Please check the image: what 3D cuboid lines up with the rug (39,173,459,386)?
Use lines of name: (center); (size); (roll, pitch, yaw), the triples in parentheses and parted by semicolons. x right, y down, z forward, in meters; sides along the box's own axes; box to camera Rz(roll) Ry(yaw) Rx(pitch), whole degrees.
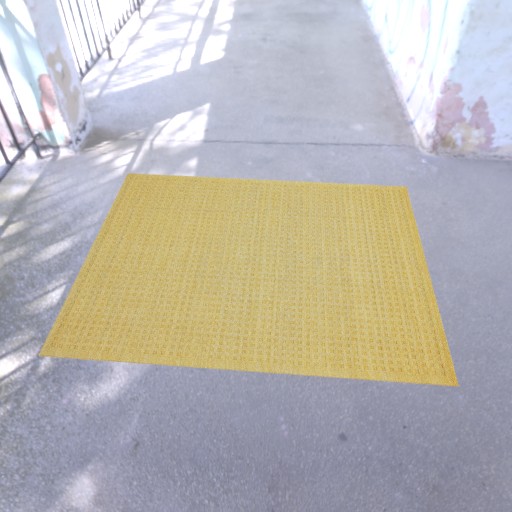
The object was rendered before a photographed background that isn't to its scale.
rug: (0.000, 0.000, 4.279); (3.242, 0.015, 2.486); (3, 45, 3)
